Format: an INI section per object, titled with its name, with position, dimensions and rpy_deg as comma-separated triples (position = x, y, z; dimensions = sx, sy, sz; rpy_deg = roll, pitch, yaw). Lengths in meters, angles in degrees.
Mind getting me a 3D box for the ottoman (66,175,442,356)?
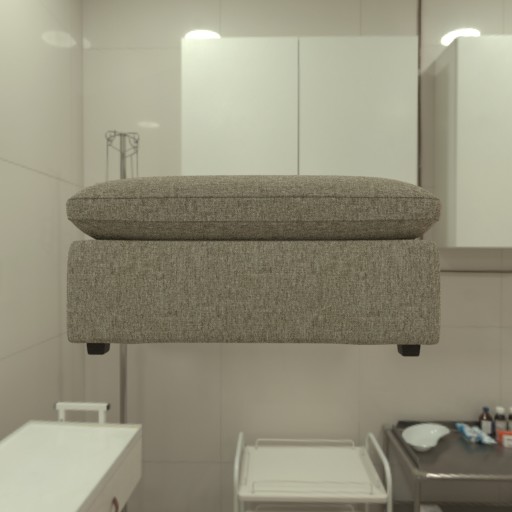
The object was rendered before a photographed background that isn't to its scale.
[ottoman]
position = 0.000, 0.000, 1.644
dimensions = 1.035, 0.526, 1.039
rpy_deg = 0, 1, 1
